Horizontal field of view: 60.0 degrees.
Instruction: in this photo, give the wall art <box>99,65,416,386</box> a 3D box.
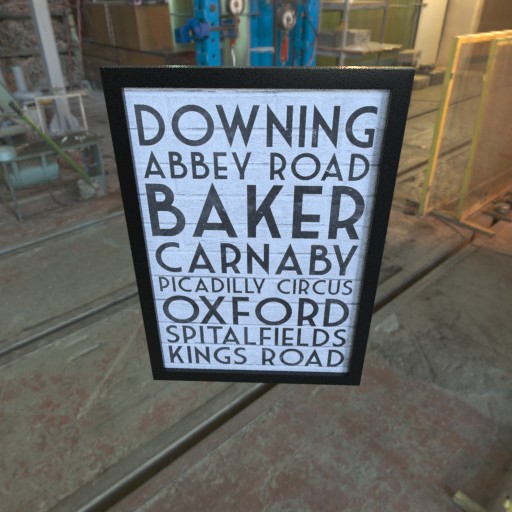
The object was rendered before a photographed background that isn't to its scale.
[{"bbox_3d":[0.000,0.000,0.827,0.462,0.656,0.019,1,32,2],"label":"wall art"}]
